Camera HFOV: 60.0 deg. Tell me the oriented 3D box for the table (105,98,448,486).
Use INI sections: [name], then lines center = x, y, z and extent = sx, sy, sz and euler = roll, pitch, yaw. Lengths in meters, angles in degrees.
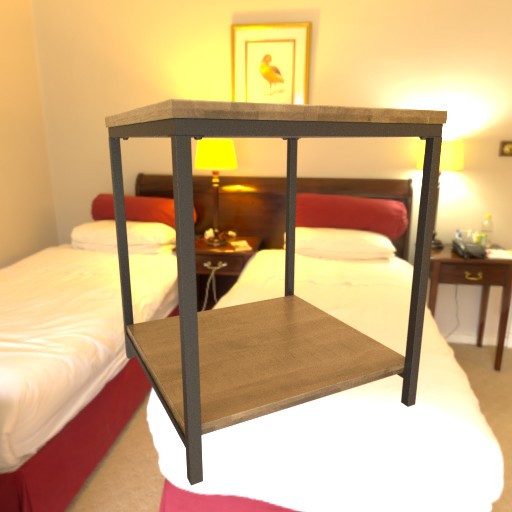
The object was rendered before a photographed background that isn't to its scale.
[table]
center = 0.000, 0.000, 0.964
extent = 0.503, 0.589, 0.507
euler = -7, 16, -26
